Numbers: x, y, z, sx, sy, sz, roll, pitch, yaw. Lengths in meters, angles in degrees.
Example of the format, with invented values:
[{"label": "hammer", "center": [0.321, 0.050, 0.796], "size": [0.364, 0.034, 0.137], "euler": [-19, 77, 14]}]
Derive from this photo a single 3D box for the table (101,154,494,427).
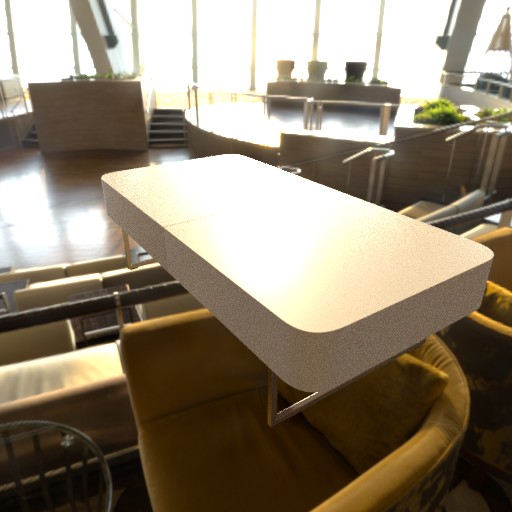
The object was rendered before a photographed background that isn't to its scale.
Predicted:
[{"label": "table", "center": [0.000, 0.000, 1.408], "size": [0.600, 0.340, 1.200], "euler": [-17, 31, -30]}]
